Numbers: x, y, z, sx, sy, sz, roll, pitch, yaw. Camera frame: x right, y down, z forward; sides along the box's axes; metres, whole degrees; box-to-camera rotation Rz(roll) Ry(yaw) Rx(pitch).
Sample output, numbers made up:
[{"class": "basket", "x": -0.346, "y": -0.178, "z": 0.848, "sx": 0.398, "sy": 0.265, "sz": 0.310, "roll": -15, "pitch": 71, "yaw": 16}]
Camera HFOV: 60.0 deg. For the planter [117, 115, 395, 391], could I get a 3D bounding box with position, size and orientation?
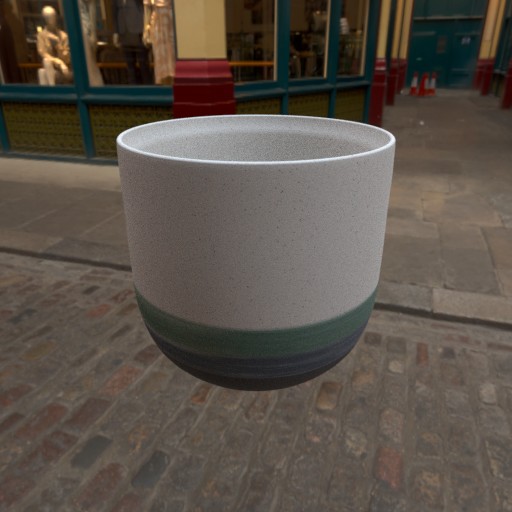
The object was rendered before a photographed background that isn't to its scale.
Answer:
[{"class": "planter", "x": 0.000, "y": 0.000, "z": 0.494, "sx": 0.268, "sy": 0.270, "sz": 0.268, "roll": 0, "pitch": 25, "yaw": 0}]
